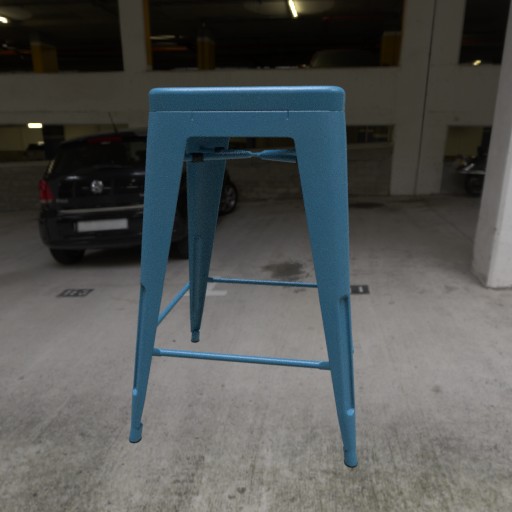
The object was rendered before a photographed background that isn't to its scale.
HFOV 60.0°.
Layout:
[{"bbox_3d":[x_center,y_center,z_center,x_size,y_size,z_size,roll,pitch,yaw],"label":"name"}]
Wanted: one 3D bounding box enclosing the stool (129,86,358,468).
[{"bbox_3d":[0.000,0.000,0.879,0.410,0.608,0.410,3,17,8],"label":"stool"}]
